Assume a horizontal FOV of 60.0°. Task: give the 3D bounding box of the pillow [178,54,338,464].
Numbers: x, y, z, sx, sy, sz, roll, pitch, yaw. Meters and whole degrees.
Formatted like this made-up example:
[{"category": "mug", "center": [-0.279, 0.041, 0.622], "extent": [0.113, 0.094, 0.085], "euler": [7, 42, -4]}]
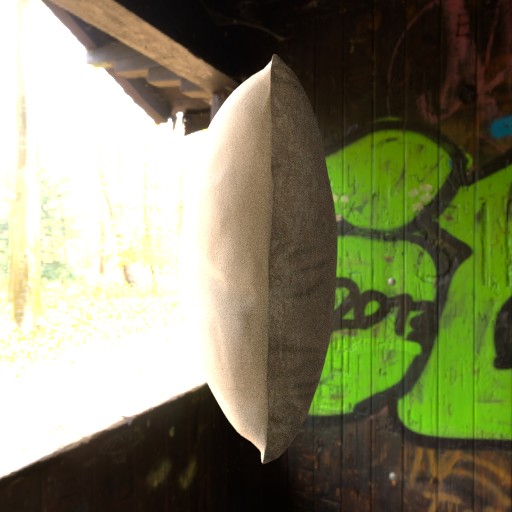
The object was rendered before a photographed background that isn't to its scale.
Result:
[{"category": "pillow", "center": [0.000, 0.000, 0.701], "extent": [0.245, 0.448, 0.450], "euler": [0, 0, -1]}]
